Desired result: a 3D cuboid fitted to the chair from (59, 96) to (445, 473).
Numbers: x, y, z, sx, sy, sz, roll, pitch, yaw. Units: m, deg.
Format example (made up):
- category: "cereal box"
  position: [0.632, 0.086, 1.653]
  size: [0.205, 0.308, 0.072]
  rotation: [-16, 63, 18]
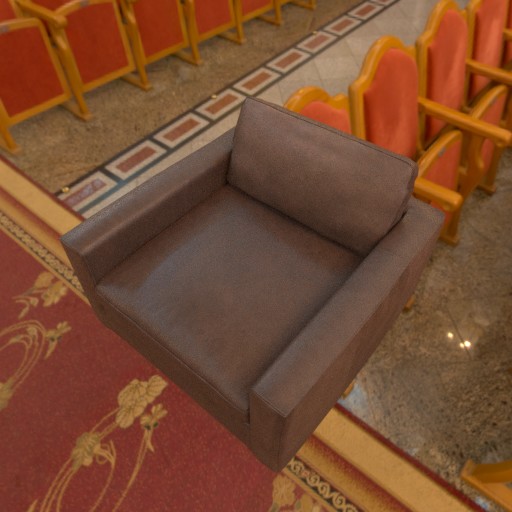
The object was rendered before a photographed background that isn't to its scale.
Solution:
- category: "chair"
  position: [0.000, 0.000, 1.786]
  size: [1.100, 0.812, 1.069]
  rotation: [32, 55, 25]
